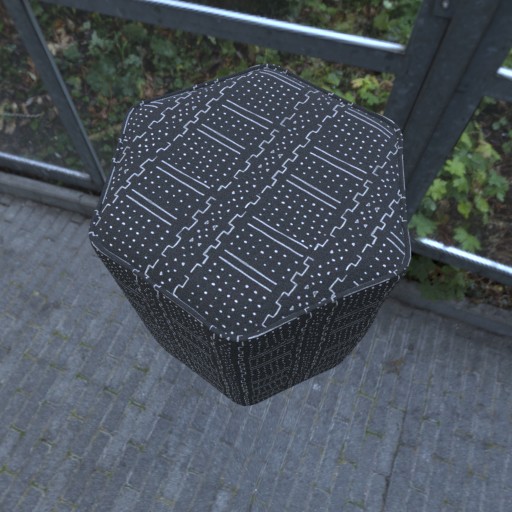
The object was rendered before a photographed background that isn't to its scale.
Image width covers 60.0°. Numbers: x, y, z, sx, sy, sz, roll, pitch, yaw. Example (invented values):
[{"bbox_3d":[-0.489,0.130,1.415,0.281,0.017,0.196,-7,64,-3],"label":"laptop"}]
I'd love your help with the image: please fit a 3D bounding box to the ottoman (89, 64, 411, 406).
[{"bbox_3d":[0.000,0.000,0.849,0.494,0.502,0.443,32,67,16],"label":"ottoman"}]
